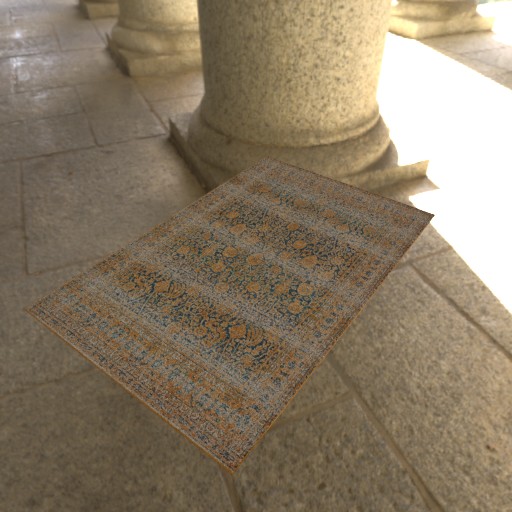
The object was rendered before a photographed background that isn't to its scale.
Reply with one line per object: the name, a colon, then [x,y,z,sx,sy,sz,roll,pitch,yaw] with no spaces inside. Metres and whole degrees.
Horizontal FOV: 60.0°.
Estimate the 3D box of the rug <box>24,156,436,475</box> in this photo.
rug: [0.000,0.000,2.871,1.525,0.007,2.336,26,46,28]
